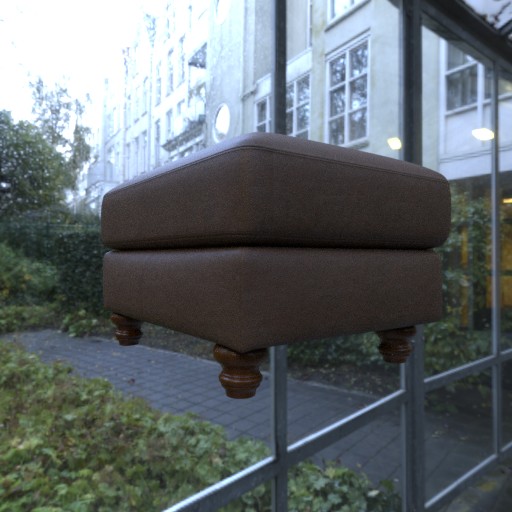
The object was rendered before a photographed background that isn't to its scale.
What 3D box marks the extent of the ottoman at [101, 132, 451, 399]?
[{"bbox_3d":[0.000,0.000,1.180,0.635,0.508,0.787,0,0,-36],"label":"ottoman"}]
